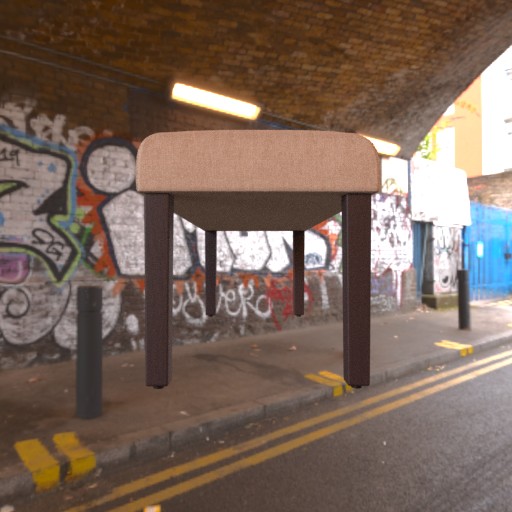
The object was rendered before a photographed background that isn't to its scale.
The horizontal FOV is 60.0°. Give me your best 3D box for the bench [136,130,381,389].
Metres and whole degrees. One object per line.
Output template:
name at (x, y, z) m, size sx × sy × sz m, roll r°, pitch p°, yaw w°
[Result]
bench at (0.000, 0.000, 1.232) m, size 0.407 × 0.456 × 1.013 m, roll 0°, pitch 0°, yaw 0°
